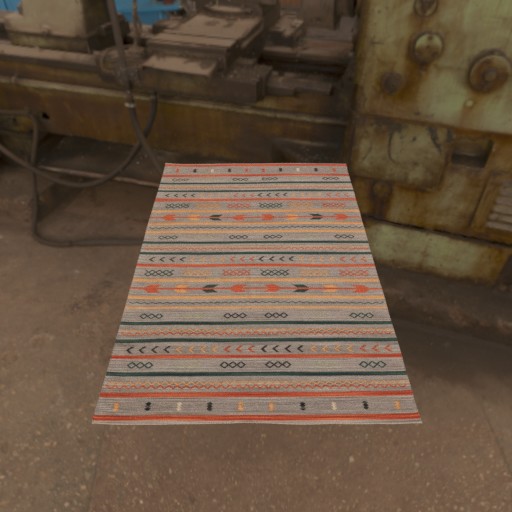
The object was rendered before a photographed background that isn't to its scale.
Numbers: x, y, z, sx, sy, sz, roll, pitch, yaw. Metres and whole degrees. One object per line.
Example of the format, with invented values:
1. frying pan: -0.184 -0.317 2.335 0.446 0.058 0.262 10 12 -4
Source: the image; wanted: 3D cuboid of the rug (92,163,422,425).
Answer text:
1. rug: 0.000 0.000 2.305 1.220 0.017 1.835 0 43 0
